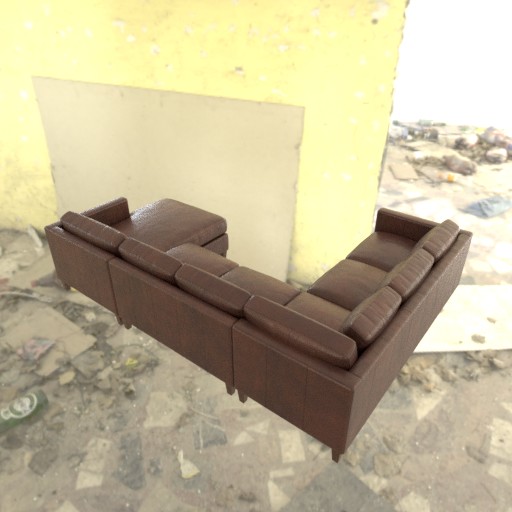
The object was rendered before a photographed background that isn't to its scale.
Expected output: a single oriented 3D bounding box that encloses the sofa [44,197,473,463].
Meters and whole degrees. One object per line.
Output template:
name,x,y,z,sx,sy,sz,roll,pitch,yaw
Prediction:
sofa,0.000,0.000,4.392,3.324,0.891,2.452,22,38,32
